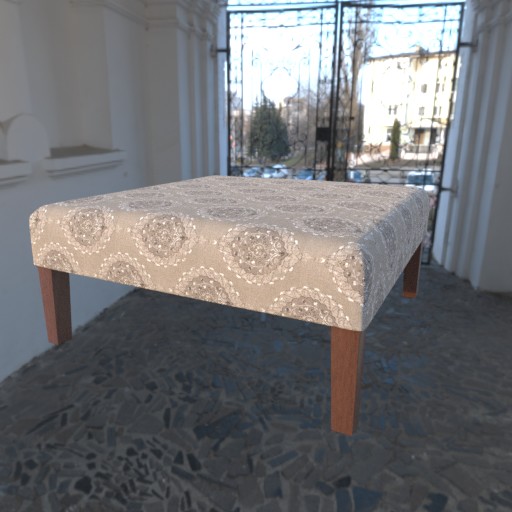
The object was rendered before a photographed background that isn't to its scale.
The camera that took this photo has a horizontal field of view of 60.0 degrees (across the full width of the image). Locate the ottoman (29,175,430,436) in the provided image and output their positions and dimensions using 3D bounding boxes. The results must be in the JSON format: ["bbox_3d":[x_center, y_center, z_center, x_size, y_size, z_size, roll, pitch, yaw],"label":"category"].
[{"bbox_3d":[0.000,0.000,1.372,0.890,0.411,0.889,8,18,26],"label":"ottoman"}]
